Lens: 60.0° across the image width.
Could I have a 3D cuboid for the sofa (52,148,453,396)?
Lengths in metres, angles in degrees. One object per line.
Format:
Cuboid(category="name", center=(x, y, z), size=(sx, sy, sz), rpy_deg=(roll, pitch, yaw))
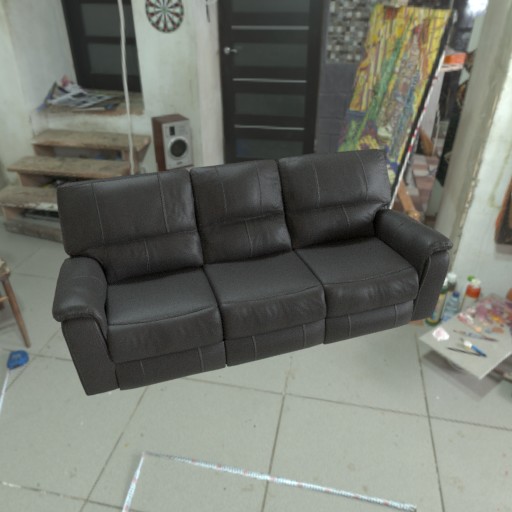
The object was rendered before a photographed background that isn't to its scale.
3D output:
Cuboid(category="sofa", center=(0.000, 0.000, 3.177), size=(2.627, 1.134, 1.104), rpy_deg=(-9, 32, -15))
